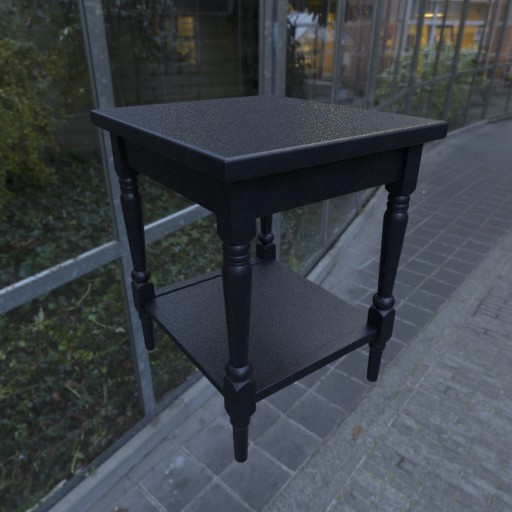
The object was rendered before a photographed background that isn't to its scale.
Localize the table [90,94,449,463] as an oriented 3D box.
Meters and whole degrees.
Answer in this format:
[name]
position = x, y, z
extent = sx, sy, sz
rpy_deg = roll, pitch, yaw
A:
[table]
position = 0.000, 0.000, 0.921
extent = 0.442, 0.565, 0.488
rpy_deg = -18, 31, -32
